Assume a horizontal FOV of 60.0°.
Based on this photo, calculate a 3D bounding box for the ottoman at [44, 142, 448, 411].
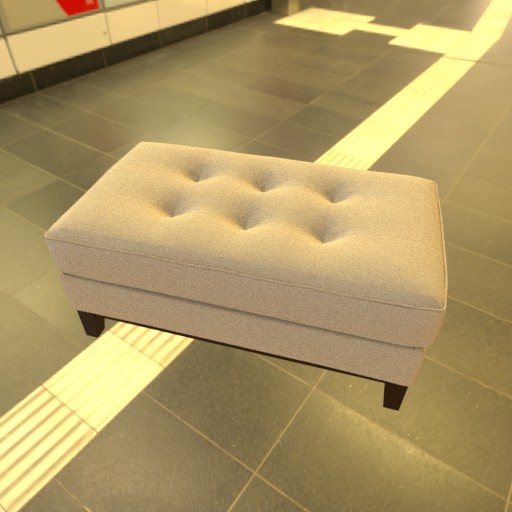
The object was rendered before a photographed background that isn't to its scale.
[{"bbox_3d":[0.000,0.000,1.527,1.143,0.508,0.648,10,42,12],"label":"ottoman"}]
